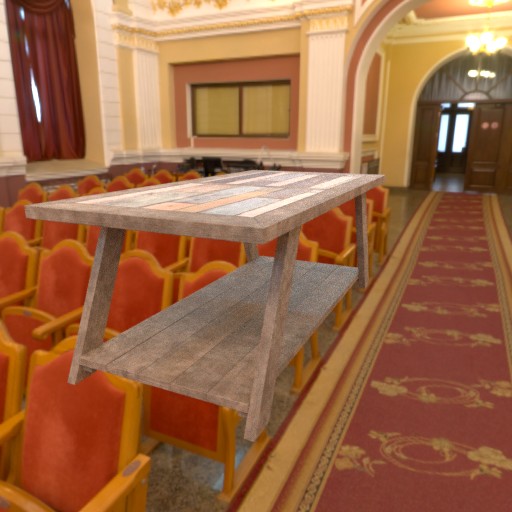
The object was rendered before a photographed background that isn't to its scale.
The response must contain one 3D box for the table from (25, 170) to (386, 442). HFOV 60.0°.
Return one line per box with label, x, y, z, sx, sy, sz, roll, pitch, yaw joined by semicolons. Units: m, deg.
table;0.000;0.000;1.494;0.610;0.470;1.219;7;17;25
